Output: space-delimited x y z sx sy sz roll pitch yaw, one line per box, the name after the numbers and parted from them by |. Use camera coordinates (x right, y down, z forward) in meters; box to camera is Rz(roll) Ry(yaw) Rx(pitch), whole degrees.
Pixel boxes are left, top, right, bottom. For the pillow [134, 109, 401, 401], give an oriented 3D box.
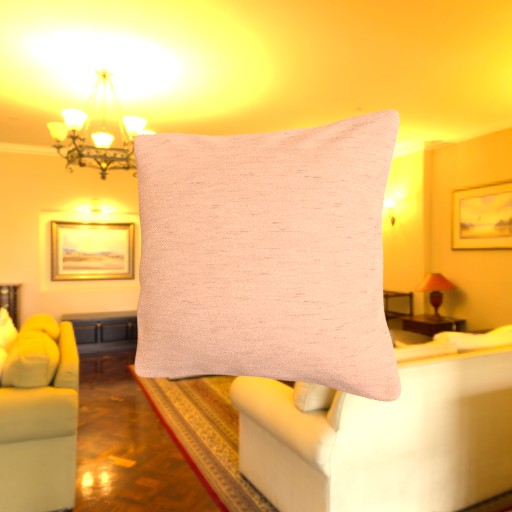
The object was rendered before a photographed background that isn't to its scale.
0.000 0.000 0.691 0.432 0.415 0.246 0 0 18 | pillow
